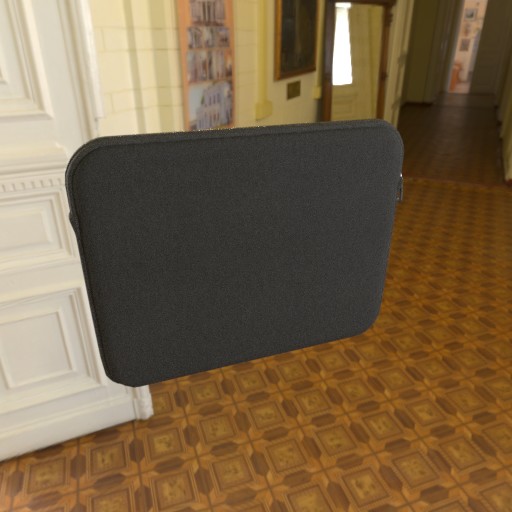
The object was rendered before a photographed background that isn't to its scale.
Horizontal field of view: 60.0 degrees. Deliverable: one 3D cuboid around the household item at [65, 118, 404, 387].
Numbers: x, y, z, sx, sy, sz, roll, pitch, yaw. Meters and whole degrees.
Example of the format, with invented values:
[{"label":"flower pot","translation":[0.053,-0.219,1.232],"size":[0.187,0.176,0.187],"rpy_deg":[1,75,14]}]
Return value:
[{"label":"household item","translation":[0.000,0.000,0.535],"size":[0.396,0.305,0.030],"rpy_deg":[-9,28,-18]}]
